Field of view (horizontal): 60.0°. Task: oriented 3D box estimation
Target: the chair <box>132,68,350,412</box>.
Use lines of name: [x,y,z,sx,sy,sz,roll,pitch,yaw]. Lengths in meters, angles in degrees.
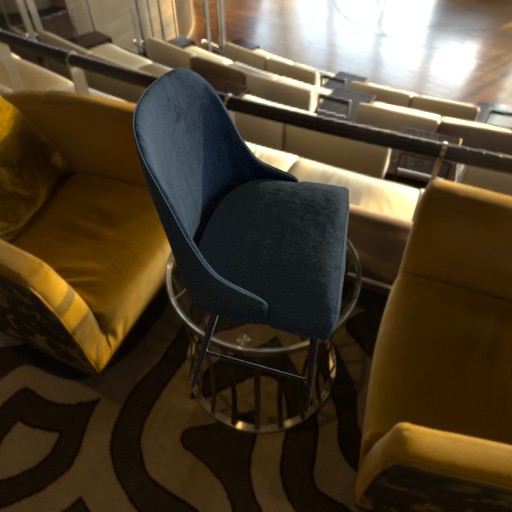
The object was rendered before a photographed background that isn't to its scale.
chair: [0.000,0.000,1.254,0.489,0.927,0.526,9,47,8]
